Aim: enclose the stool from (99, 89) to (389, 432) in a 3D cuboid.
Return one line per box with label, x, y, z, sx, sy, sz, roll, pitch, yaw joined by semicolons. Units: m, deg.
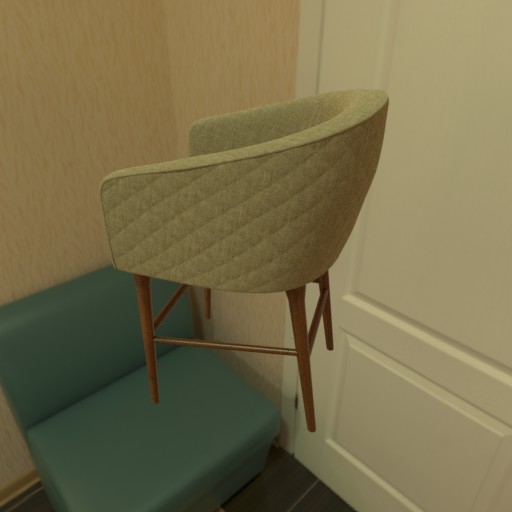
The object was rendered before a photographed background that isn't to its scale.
stool;0.000;0.000;1.331;0.635;0.952;0.559;9;32;14
